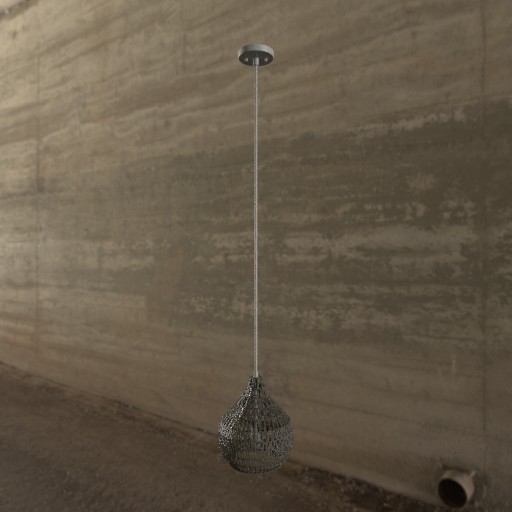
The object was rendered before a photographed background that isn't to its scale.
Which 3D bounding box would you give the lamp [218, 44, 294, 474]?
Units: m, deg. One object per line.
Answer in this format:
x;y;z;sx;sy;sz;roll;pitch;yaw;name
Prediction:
0.000;0.000;2.079;0.355;1.919;0.355;0;-1;0;lamp
